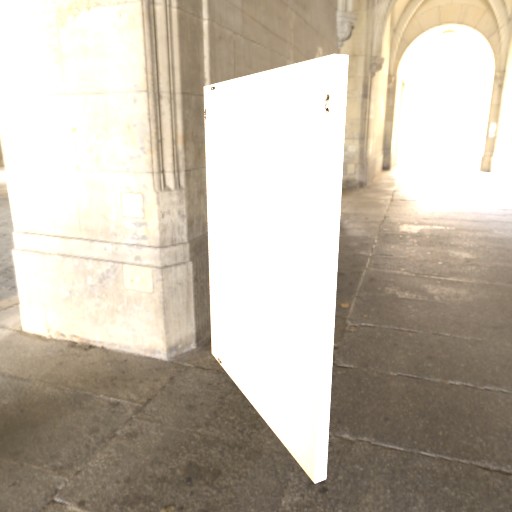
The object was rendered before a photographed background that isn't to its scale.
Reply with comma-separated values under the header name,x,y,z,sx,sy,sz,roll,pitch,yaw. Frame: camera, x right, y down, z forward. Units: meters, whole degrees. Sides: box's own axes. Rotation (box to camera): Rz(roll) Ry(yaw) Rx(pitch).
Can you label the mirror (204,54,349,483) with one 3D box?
name,x,y,z,sx,sy,sz,roll,pitch,yaw
mirror,0.000,0.000,1.336,0.040,1.016,0.762,-8,18,-25
